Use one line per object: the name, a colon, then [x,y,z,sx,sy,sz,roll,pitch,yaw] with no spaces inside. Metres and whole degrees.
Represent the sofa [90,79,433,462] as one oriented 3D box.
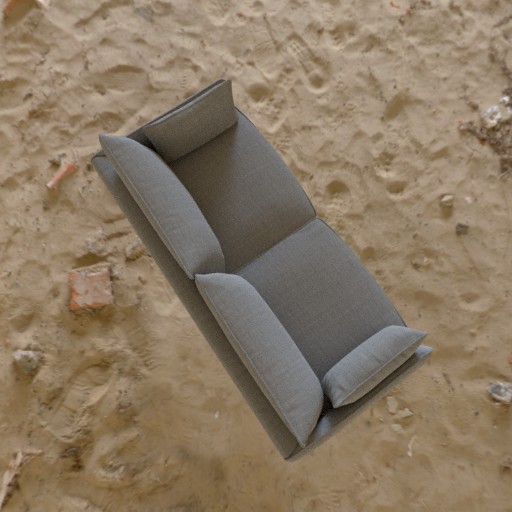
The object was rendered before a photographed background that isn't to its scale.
sofa: [0.000,0.000,2.518,0.972,0.851,1.989,-34,78,-8]
